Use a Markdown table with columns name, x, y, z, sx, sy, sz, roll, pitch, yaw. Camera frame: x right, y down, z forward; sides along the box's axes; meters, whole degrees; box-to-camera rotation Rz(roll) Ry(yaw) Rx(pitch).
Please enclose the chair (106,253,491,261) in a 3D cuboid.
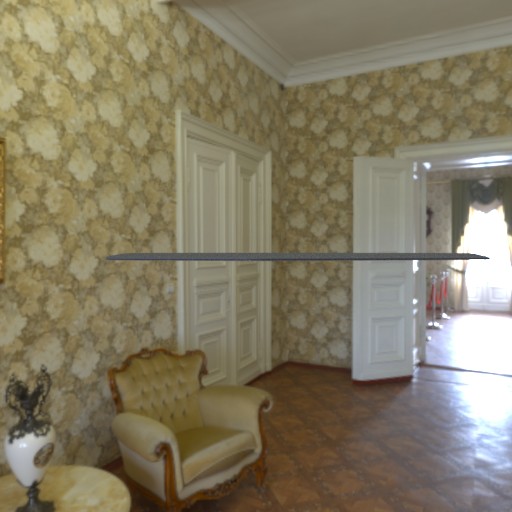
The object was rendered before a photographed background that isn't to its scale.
| name | x | y | z | sx | sy | sz | roll | pitch | yaw |
| --- | --- | --- | --- | --- | --- | --- | --- | --- | --- |
| chair | 0.000 | 0.000 | 1.903 | 1.219 | 0.024 | 1.372 | 0 | 0 | -18 |
